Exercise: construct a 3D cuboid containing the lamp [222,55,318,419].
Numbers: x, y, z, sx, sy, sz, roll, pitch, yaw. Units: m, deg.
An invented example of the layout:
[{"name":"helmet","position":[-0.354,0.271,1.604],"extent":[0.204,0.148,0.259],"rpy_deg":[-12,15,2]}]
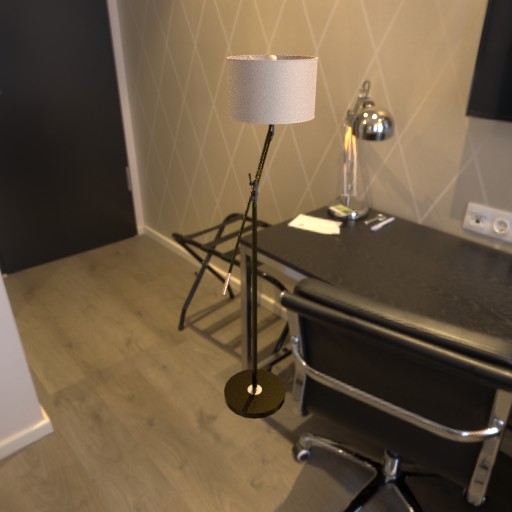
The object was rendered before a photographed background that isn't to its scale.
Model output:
[{"name":"lamp","position":[0.000,0.000,2.008],"extent":[0.373,1.635,0.809],"rpy_deg":[8,28,16]}]
